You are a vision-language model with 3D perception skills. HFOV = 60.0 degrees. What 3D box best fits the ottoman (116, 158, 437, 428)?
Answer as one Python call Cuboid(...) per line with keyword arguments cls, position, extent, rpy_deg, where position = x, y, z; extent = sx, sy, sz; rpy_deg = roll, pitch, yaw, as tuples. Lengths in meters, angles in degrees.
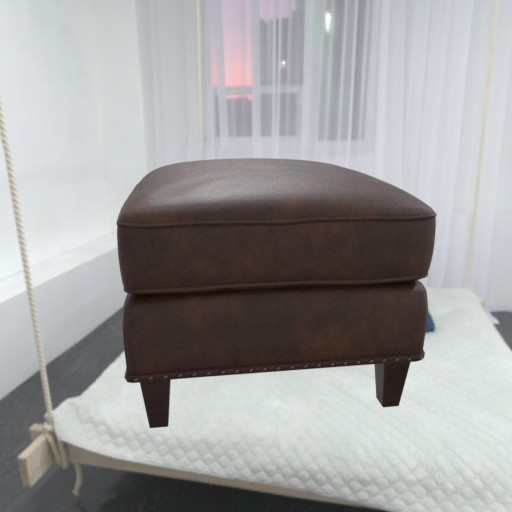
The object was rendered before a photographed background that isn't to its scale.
Cuboid(cls="ottoman", position=(0.000, 0.000, 1.149), extent=(0.586, 0.486, 0.742), rpy_deg=(-2, 16, -8))
